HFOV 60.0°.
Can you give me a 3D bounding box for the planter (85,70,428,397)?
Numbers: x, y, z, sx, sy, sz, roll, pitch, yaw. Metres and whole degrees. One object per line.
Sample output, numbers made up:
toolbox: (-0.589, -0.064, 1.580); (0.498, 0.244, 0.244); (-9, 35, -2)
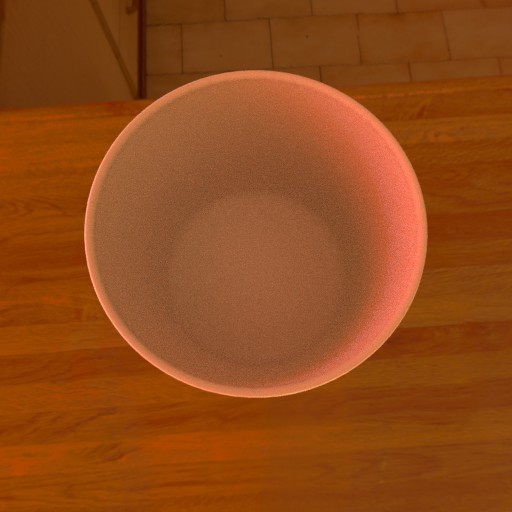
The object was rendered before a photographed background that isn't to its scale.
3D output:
planter: (0.000, 0.000, 0.761); (0.440, 0.398, 0.440); (0, 76, 0)
